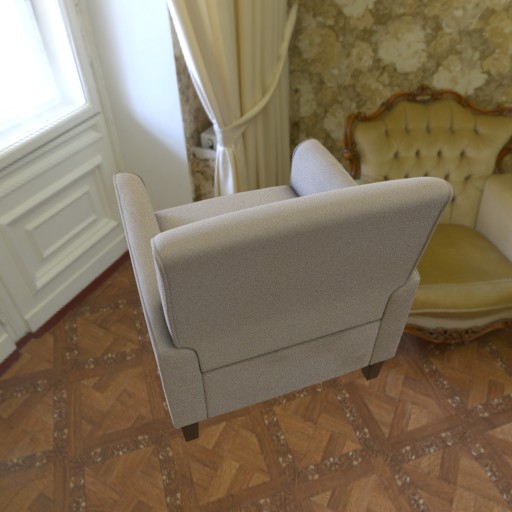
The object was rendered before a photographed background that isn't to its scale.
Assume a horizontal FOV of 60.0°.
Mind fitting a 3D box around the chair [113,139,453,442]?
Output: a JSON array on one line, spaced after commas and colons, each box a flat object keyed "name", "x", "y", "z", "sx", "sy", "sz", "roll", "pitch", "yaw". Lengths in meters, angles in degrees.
[{"name": "chair", "x": 0.000, "y": 0.000, "z": 1.543, "sx": 0.820, "sy": 0.915, "sz": 0.821, "roll": -13, "pitch": 43, "yaw": -15}]
